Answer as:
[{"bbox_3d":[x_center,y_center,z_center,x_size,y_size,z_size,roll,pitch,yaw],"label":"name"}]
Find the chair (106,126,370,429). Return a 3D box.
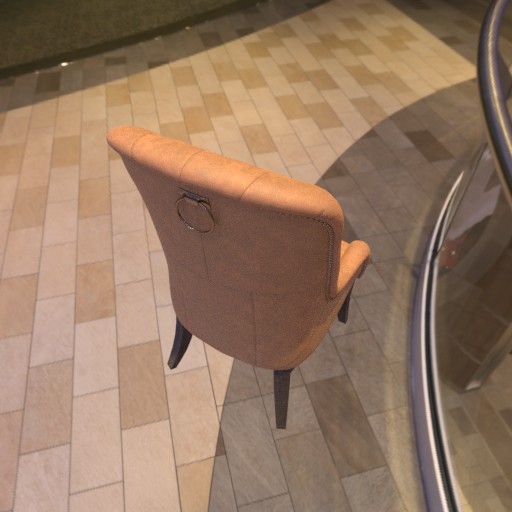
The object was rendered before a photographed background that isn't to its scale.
[{"bbox_3d":[0.000,0.000,1.469,0.634,1.091,0.629,22,51,20],"label":"chair"}]
